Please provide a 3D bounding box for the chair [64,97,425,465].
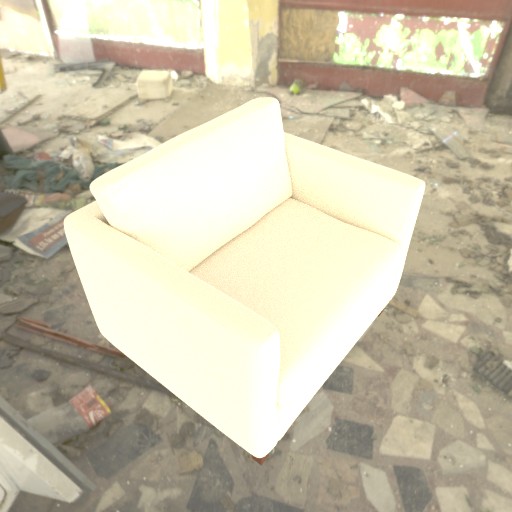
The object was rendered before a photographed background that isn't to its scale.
[{"bbox_3d":[0.000,0.000,1.701,0.878,0.885,1.019,28,48,28],"label":"chair"}]
